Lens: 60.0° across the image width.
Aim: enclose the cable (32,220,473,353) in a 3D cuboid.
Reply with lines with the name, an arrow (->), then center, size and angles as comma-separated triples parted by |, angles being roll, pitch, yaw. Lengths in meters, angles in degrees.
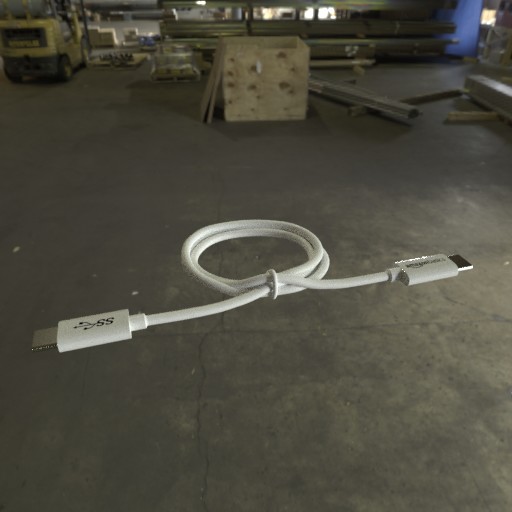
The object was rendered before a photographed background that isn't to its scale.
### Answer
cable -> 0.000, 0.000, 0.204 | 0.186, 0.014, 0.070 | -9, 34, -14
